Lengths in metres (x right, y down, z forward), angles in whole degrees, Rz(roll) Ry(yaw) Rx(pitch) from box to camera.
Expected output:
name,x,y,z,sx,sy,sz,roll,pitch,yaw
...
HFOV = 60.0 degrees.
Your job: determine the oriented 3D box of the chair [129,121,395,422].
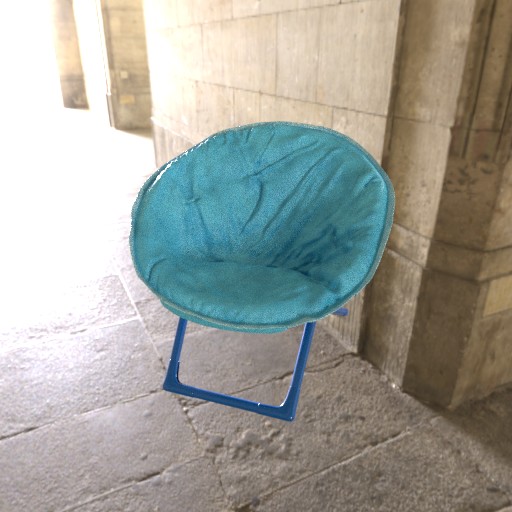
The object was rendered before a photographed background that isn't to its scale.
name,x,y,z,sx,sy,sz,roll,pitch,yaw
chair,0.000,0.000,0.920,0.520,0.478,0.465,8,26,17
